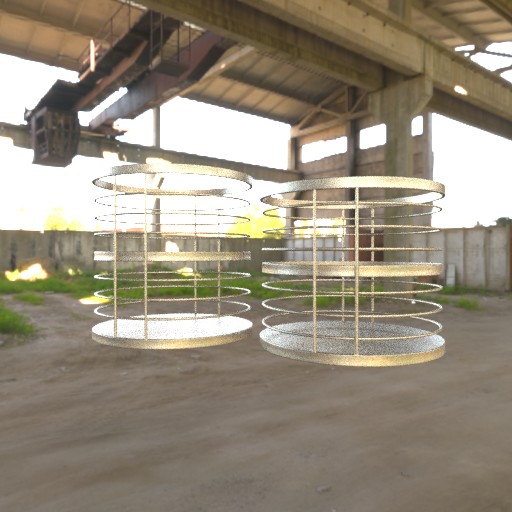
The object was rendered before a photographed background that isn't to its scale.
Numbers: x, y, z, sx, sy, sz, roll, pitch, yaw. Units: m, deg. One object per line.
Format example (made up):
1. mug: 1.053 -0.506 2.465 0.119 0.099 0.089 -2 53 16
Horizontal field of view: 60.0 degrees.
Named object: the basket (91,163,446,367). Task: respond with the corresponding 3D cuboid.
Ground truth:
1. basket: 0.000 0.000 0.947 0.746 0.351 0.356 0 0 19
